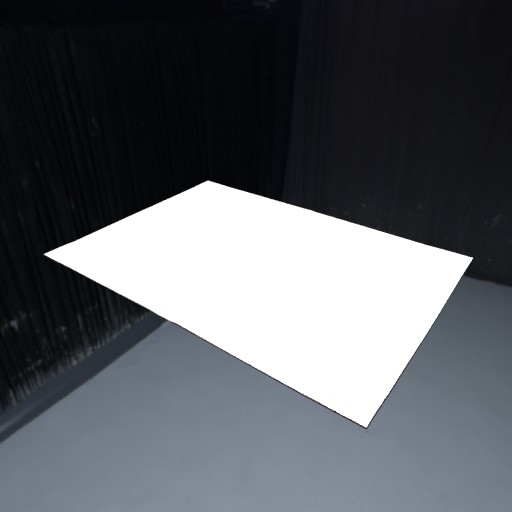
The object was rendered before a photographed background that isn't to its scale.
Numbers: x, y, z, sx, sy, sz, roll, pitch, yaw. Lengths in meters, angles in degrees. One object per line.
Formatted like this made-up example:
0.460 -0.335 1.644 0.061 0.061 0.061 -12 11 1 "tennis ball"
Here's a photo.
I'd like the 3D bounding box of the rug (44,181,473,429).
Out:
0.000 0.000 3.609 2.869 0.038 2.032 21 37 31 "rug"
